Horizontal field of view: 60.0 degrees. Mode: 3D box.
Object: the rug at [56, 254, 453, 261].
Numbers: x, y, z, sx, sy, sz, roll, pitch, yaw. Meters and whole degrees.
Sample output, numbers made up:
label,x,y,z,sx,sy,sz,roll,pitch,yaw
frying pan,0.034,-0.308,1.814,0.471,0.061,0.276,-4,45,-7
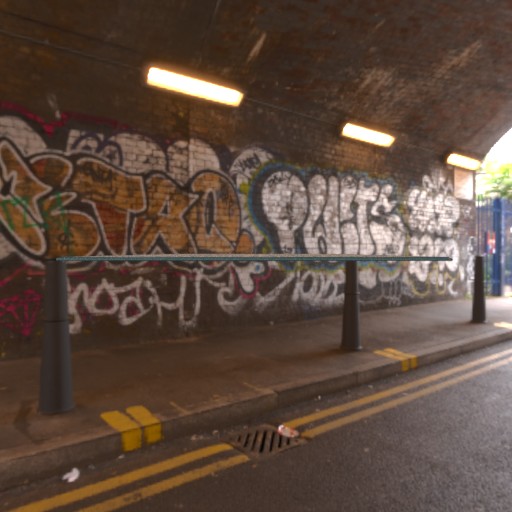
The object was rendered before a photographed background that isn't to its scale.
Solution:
label,x,y,z,sx,sy,sz,roll,pitch,yaw
rug,0.000,0.000,2.265,1.211,0.012,1.833,0,1,0
